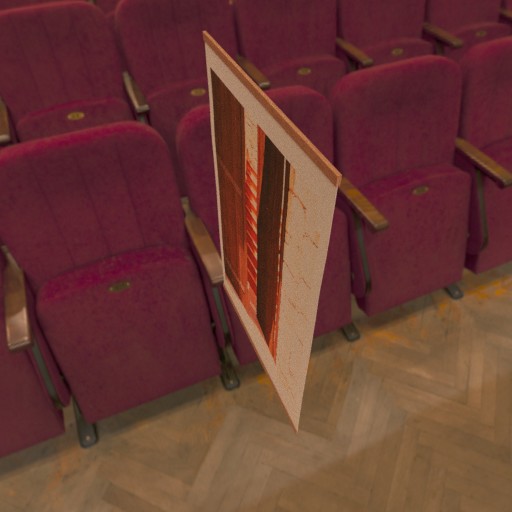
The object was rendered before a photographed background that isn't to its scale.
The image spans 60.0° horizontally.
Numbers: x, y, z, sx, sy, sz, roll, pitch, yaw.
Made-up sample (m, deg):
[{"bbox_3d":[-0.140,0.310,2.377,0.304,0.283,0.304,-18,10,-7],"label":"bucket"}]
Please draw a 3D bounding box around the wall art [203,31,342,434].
[{"bbox_3d":[0.000,0.000,1.929,0.019,1.527,1.019,-17,49,-16],"label":"wall art"}]
